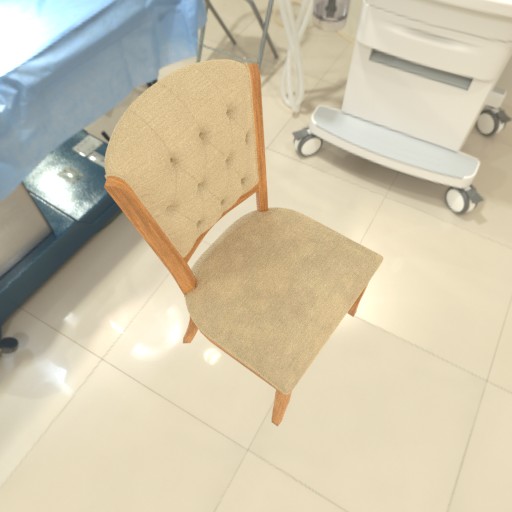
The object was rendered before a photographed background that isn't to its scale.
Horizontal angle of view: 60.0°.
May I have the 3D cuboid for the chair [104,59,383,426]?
[{"bbox_3d":[0.000,0.000,1.265,0.584,0.905,0.513,32,63,19],"label":"chair"}]
